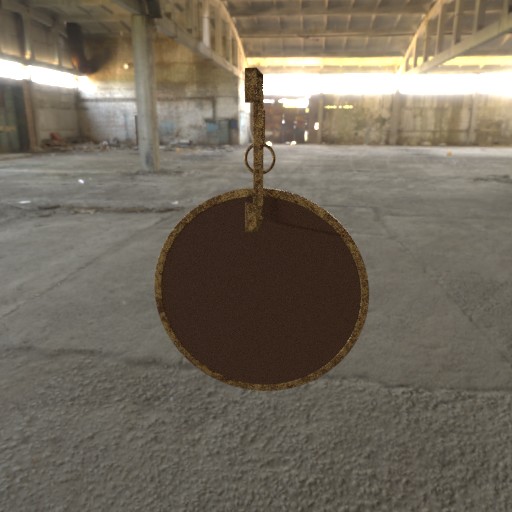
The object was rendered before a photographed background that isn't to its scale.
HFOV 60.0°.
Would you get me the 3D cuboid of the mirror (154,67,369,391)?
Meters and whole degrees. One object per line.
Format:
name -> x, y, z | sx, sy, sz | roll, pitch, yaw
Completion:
mirror -> 0.000, 0.000, 0.845 | 0.447, 0.651, 0.144 | 2, 16, 7
